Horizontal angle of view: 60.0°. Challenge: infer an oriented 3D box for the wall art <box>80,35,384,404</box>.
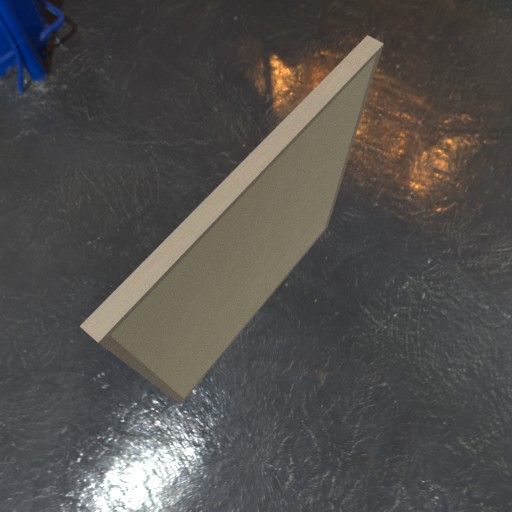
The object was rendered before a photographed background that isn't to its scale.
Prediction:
[{"bbox_3d":[0.000,0.000,1.098,0.038,0.758,0.761,36,70,15],"label":"wall art"}]
